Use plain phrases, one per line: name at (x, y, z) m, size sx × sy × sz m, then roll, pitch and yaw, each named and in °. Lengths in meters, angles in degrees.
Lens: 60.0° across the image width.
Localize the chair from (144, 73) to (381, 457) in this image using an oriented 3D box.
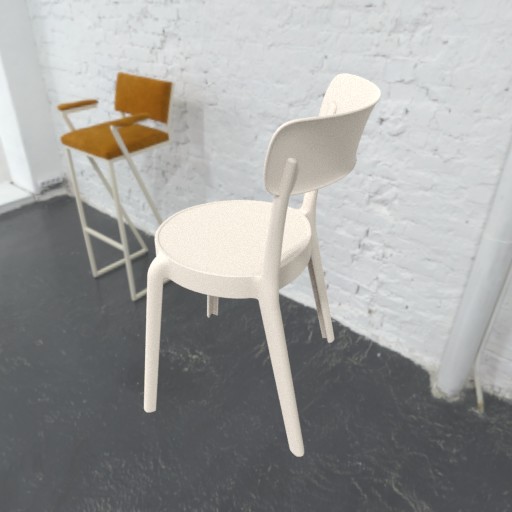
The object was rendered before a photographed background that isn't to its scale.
chair at (0.000, 0.000, 1.091) m, size 0.491 × 0.790 × 0.506 m, roll 9°, pitch 32°, yaw 16°
